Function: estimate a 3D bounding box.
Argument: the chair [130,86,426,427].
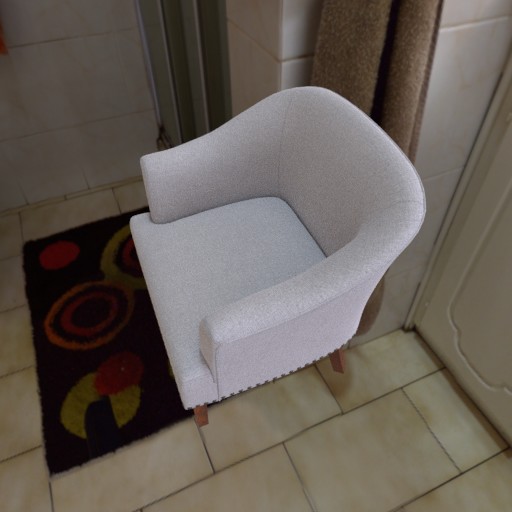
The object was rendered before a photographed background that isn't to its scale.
[{"bbox_3d":[0.000,0.000,1.427,0.704,0.815,0.798,-16,49,-15],"label":"chair"}]
